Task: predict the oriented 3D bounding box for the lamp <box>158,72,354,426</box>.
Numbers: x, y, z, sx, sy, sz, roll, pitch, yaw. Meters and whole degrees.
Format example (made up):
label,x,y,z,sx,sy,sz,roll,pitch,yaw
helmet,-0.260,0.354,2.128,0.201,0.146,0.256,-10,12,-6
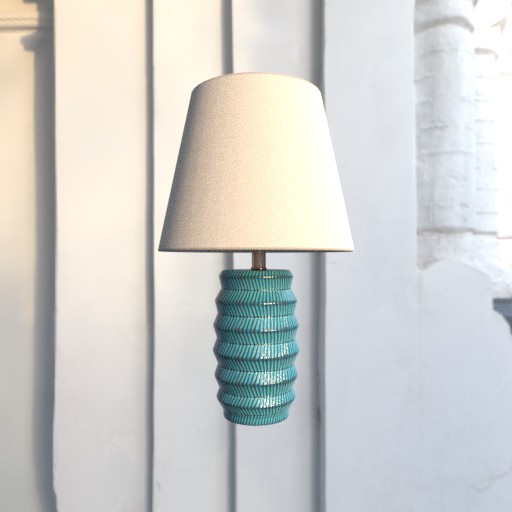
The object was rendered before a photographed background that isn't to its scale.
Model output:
label,x,y,z,sx,sy,sz,roll,pitch,yaw
lamp,0.000,0.000,0.819,0.355,0.582,0.355,0,0,0
